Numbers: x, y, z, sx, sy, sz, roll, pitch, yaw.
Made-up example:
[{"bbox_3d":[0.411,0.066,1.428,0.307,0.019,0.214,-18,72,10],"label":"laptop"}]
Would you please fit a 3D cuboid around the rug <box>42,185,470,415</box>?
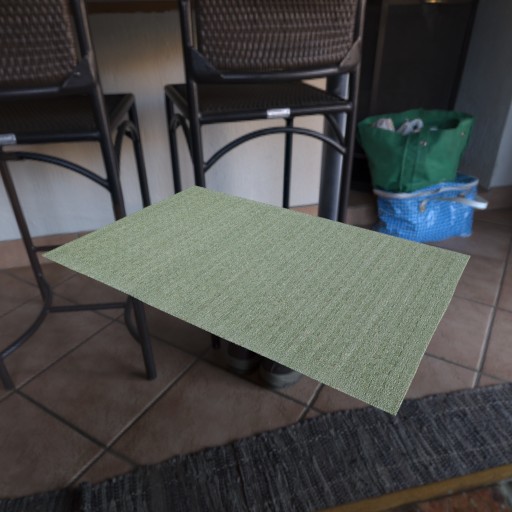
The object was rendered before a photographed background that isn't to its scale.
[{"bbox_3d":[0.000,0.000,2.150,1.747,0.006,1.143,18,34,29],"label":"rug"}]
